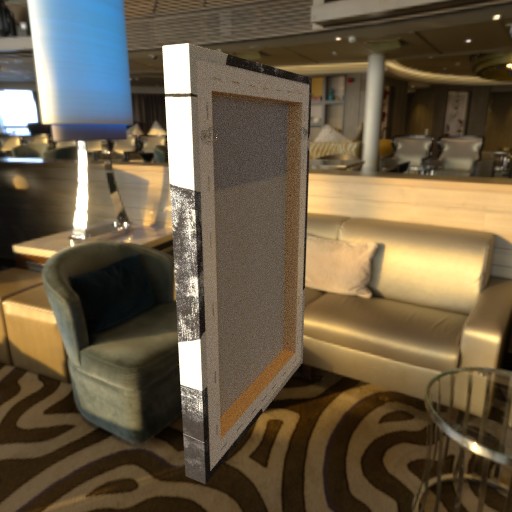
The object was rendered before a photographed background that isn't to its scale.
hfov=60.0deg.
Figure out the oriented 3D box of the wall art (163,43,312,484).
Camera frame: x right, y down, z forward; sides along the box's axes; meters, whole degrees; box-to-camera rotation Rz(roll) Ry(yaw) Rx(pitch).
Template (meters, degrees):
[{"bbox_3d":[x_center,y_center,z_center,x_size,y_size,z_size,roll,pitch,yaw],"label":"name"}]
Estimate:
[{"bbox_3d":[0.000,0.000,0.767,0.039,0.610,0.407,8,18,26],"label":"wall art"}]
